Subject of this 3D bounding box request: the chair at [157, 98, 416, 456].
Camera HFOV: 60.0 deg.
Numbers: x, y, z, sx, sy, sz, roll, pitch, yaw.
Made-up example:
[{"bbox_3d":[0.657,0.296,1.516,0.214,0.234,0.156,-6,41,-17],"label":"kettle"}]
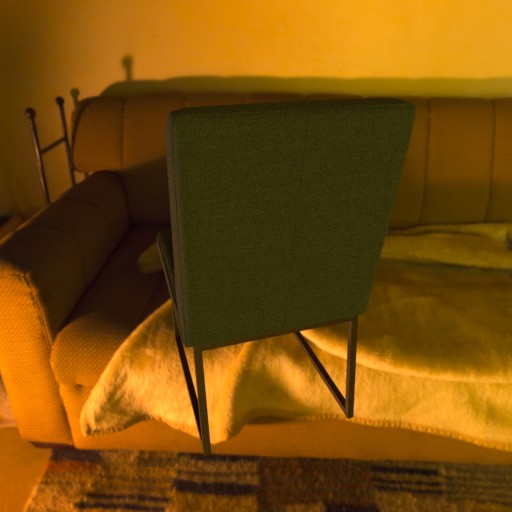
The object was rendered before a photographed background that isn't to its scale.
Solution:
[{"bbox_3d":[0.000,0.000,1.299,0.520,0.930,0.634,-8,28,-16],"label":"chair"}]
